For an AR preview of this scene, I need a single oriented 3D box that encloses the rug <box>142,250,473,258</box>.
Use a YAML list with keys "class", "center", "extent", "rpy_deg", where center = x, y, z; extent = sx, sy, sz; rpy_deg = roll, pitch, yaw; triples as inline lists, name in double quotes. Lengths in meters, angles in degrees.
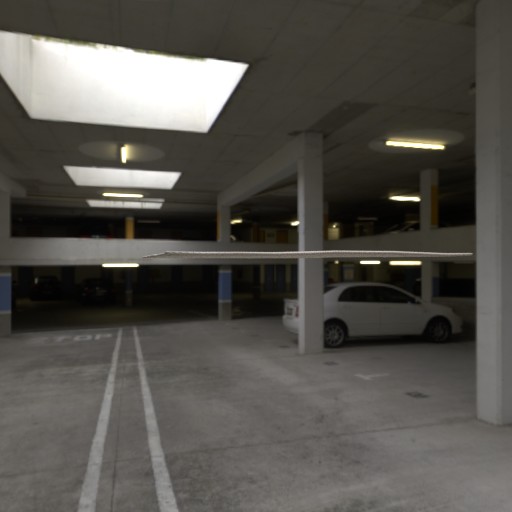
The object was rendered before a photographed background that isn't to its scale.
- class: "rug"
  center: [0.000, 0.000, 1.086]
  extent: [0.511, 0.008, 0.869]
  rpy_deg: [0, -1, -16]
